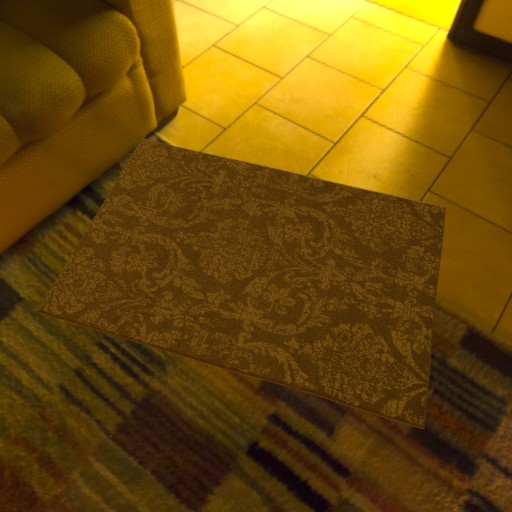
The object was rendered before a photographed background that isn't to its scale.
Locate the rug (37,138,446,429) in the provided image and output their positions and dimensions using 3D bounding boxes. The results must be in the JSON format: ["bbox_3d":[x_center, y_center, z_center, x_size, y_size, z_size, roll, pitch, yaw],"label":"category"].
[{"bbox_3d":[0.000,0.000,2.277,1.824,0.012,1.206,14,60,9],"label":"rug"}]
